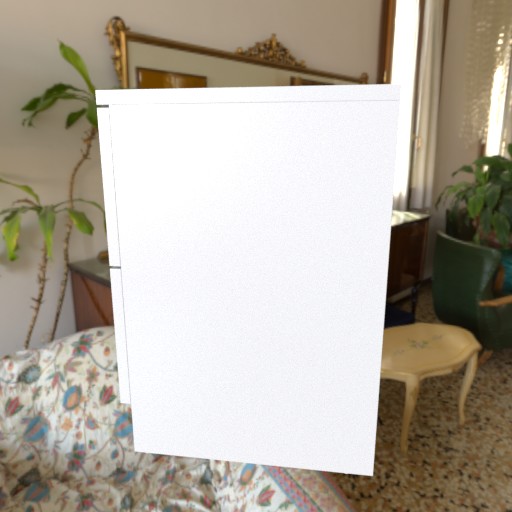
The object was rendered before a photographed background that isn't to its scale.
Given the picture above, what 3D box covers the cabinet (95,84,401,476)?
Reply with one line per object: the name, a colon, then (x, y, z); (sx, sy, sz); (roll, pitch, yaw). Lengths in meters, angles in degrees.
cabinet: (0.000, 0.000, 0.726); (0.360, 0.470, 0.400); (2, 14, 8)
